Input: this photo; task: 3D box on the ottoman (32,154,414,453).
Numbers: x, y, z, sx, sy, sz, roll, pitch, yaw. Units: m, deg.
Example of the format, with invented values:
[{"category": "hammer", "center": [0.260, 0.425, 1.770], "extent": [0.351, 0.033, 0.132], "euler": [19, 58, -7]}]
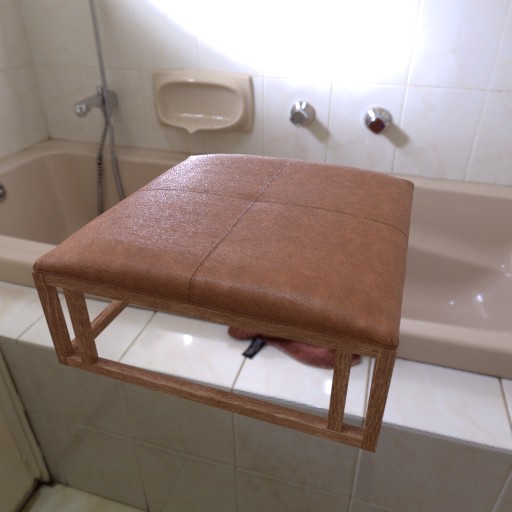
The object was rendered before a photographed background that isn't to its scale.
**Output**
[{"category": "ottoman", "center": [0.000, 0.000, 1.601], "extent": [1.013, 0.442, 1.016], "euler": [10, 32, 16]}]
